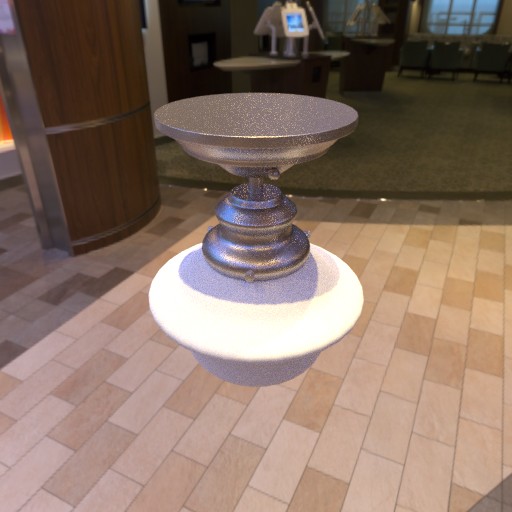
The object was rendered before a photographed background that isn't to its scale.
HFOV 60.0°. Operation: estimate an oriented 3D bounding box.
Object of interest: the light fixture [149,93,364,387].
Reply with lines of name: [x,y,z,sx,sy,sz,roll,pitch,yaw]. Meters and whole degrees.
light fixture: [0.000,0.000,0.398,0.199,0.254,0.199,0,30,0]
